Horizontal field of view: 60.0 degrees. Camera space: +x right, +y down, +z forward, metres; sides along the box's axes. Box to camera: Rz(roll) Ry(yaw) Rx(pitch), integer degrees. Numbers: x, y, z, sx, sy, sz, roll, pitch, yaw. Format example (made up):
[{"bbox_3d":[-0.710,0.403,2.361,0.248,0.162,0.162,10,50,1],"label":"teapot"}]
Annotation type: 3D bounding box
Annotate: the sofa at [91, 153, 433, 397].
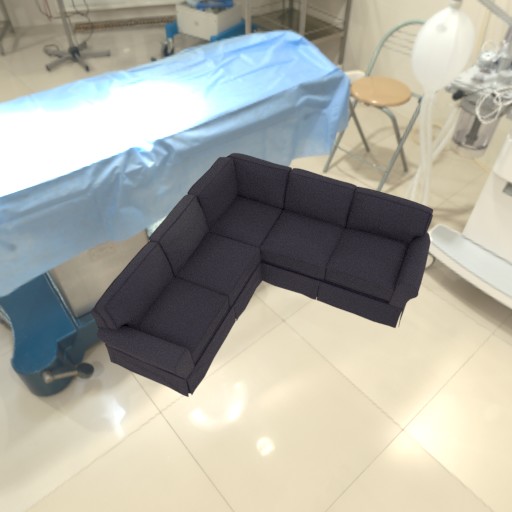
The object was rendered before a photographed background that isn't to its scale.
[{"bbox_3d":[0.000,0.000,5.053,3.773,1.169,2.874,-26,52,-22],"label":"sofa"}]
